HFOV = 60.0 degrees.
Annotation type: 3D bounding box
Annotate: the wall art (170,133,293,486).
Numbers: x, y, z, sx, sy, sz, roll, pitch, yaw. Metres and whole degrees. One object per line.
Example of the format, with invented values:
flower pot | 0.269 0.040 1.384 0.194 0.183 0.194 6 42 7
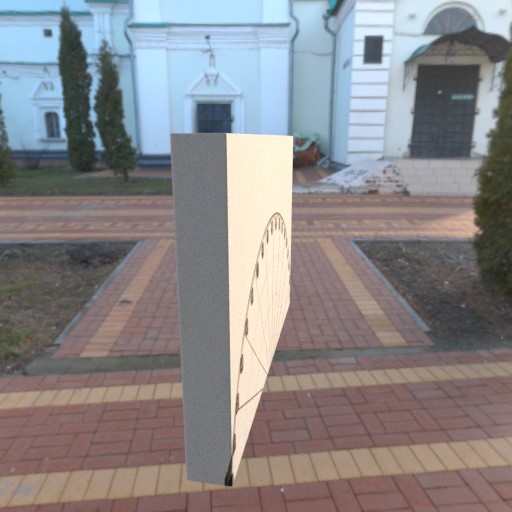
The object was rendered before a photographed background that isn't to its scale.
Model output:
wall art | 0.000 0.000 0.483 0.039 0.254 0.384 3 15 11
